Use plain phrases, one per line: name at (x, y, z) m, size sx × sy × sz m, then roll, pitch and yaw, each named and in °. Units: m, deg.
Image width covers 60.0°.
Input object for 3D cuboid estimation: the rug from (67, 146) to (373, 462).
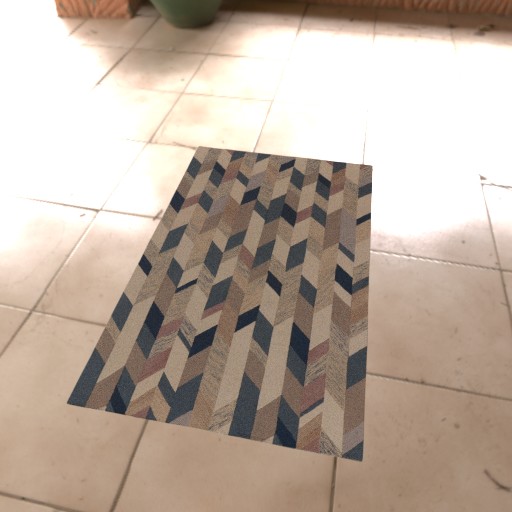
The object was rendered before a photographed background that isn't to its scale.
rug at (0.000, 0.000, 2.985) m, size 1.513 × 0.008 × 2.423 m, roll 8°, pitch 47°, yaw 8°
